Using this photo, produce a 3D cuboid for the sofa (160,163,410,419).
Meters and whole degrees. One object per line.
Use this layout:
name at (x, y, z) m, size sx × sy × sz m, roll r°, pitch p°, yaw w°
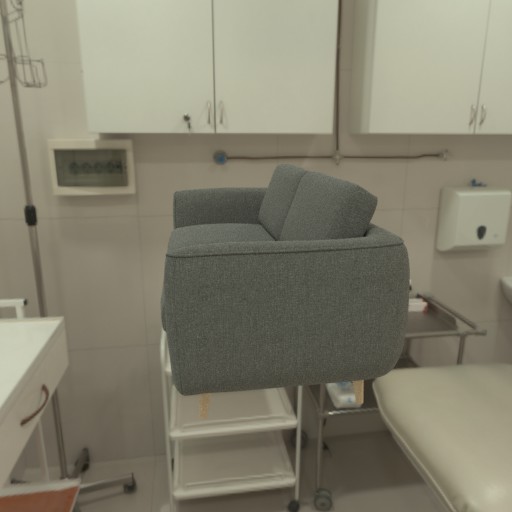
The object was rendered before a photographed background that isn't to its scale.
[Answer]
sofa at (0.000, 0.000, 2.271) m, size 0.920 × 0.870 × 1.700 m, roll -2°, pitch 15°, yaw -9°
